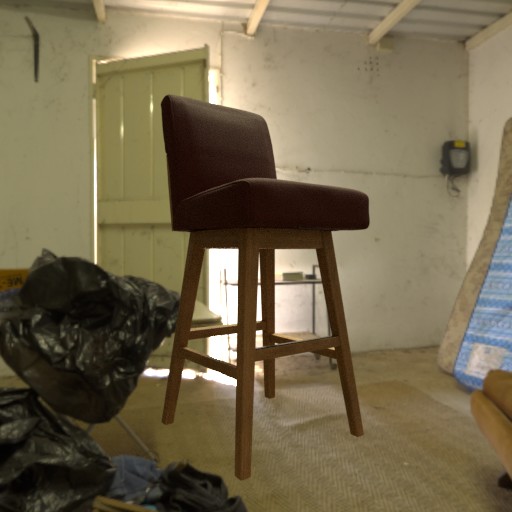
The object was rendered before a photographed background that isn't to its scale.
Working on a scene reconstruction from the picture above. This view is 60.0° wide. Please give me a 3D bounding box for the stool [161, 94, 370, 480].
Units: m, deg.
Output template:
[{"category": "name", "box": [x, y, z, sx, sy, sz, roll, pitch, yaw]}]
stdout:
[{"category": "stool", "box": [0.000, 0.000, 1.410, 0.468, 1.093, 0.562, 0, 1, -36]}]
